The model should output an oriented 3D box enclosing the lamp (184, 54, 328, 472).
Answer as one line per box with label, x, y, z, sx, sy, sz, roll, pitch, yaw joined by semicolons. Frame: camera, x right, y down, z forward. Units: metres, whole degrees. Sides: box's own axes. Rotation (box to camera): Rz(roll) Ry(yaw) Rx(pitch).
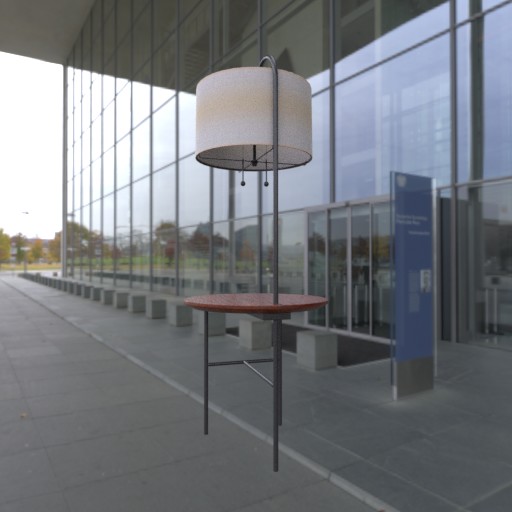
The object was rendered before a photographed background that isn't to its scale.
lamp;0.000;0.000;1.786;0.573;1.517;0.573;0;-1;0
